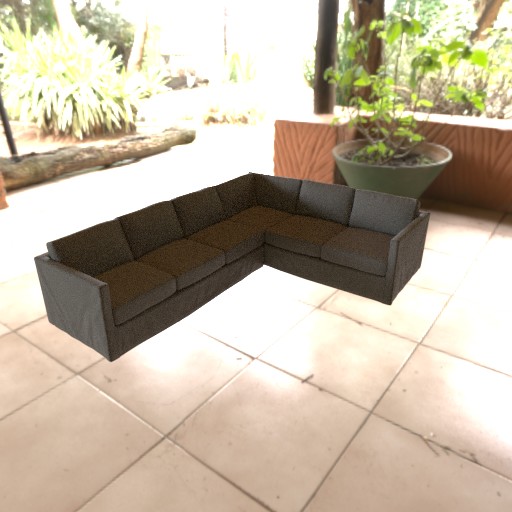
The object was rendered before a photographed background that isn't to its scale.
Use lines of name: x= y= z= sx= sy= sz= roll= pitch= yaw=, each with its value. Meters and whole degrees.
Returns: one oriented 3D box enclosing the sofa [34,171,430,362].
sofa: x=0.000 y=0.000 z=4.408 sx=2.432 sy=0.871 sz=3.182 roll=17 pitch=30 yaw=32
